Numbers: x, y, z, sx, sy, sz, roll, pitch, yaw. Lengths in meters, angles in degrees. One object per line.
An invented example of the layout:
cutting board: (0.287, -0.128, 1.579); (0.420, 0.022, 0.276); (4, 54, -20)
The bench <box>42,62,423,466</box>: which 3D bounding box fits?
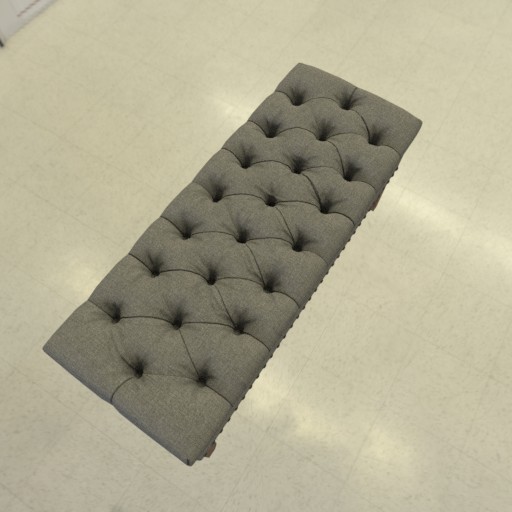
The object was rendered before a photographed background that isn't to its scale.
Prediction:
bench: (0.000, 0.000, 1.271); (0.417, 0.470, 1.052); (32, 69, 14)
